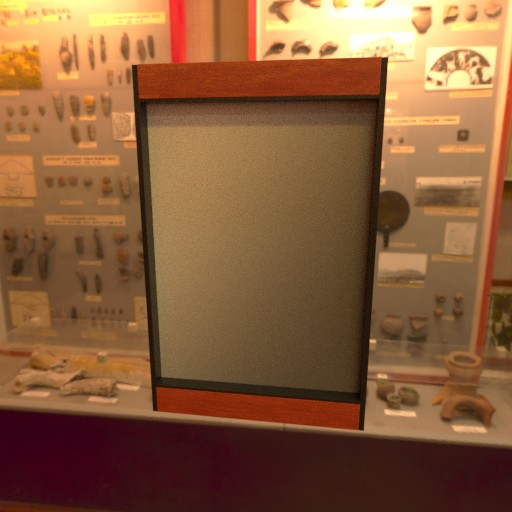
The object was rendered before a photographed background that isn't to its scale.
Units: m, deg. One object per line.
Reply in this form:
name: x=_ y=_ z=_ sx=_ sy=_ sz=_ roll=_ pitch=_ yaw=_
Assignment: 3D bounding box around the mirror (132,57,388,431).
mirror: x=0.000 y=0.000 z=1.015 sx=0.525 sy=0.823 sz=0.047 roll=2 pitch=14 yaw=9
